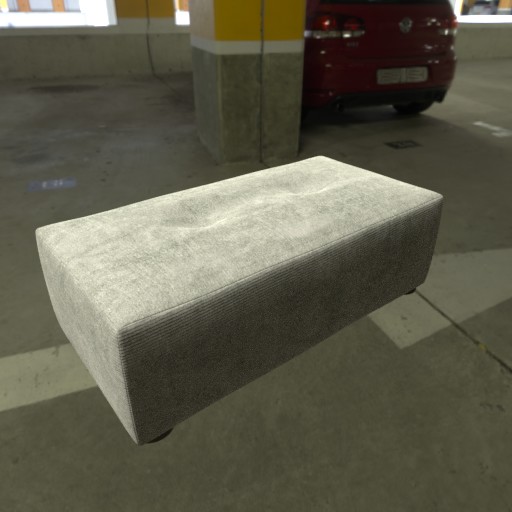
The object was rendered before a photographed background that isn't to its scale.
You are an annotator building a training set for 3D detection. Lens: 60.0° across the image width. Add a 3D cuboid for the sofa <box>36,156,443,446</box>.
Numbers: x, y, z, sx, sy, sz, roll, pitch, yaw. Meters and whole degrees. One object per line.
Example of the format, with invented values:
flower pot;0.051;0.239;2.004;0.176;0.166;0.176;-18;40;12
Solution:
sofa;0.000;0.000;1.144;0.930;0.330;0.480;-21;36;-33
